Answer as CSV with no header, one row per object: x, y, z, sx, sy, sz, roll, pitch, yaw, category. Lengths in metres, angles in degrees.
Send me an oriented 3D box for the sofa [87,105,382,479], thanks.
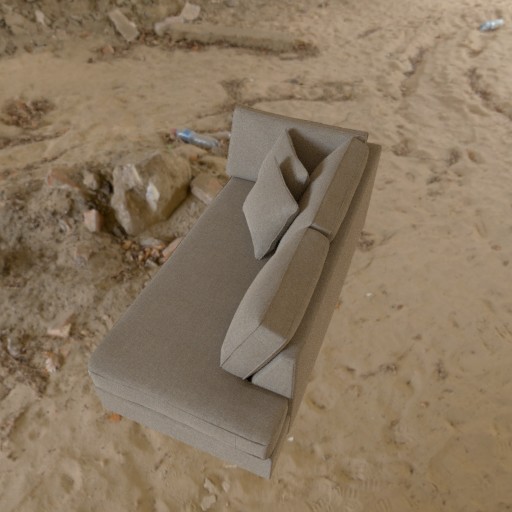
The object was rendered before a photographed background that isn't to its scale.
0.000,0.000,2.857,1.110,1.019,2.238,16,47,16,sofa
